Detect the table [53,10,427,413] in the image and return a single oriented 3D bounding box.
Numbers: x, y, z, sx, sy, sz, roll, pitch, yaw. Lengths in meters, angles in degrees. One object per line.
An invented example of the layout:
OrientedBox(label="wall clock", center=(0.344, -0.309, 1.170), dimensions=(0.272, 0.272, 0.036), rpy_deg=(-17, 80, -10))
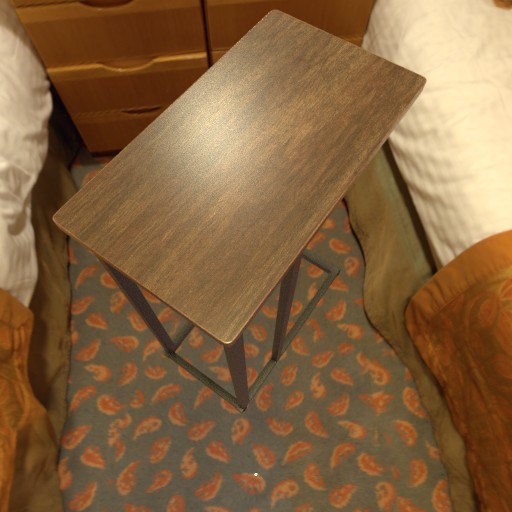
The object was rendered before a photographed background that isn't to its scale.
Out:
OrientedBox(label="table", center=(0.000, 0.000, 0.836), dimensions=(0.254, 0.637, 0.450), rpy_deg=(33, 68, 15))
